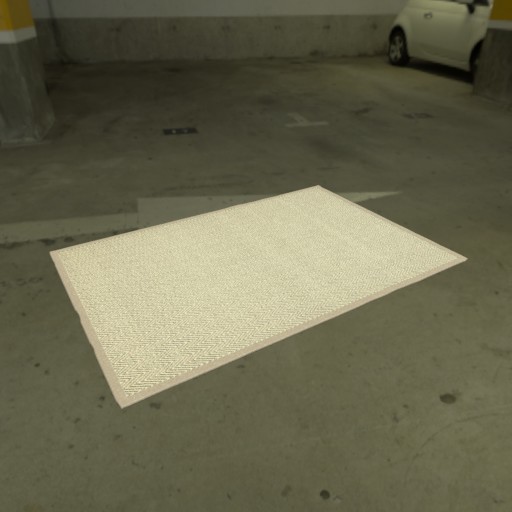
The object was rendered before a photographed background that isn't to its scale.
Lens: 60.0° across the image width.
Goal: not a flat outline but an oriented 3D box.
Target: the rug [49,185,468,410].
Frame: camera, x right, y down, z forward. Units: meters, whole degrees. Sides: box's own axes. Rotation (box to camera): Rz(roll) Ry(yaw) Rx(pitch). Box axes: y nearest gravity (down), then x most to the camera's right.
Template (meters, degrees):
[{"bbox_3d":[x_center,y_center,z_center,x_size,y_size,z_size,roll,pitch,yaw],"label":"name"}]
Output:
[{"bbox_3d":[0.000,0.000,2.910,2.290,0.021,1.540,-17,34,-27],"label":"rug"}]
